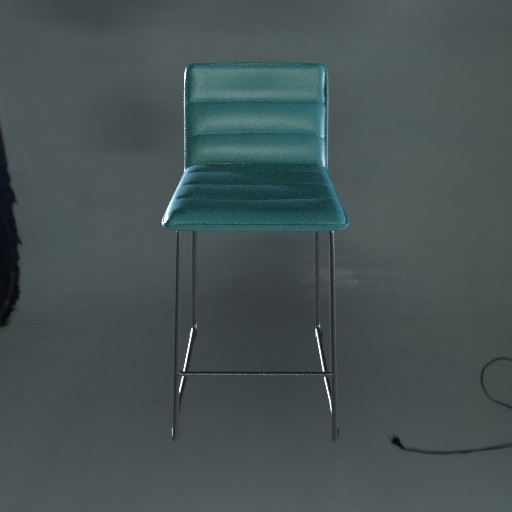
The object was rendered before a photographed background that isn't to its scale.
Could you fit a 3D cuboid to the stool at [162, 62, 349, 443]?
[{"bbox_3d":[0.000,0.000,1.224,0.489,0.936,0.524,0,30,0],"label":"stool"}]
